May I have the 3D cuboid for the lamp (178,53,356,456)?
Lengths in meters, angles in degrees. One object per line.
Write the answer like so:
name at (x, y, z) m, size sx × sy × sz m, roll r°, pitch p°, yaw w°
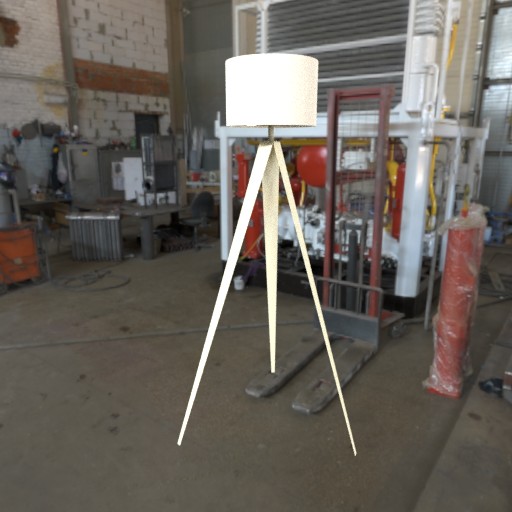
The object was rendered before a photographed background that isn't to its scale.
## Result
lamp at (0.000, 0.000, 1.899) m, size 0.724 × 1.524 × 0.716 m, roll -2°, pitch 15°, yaw -9°
